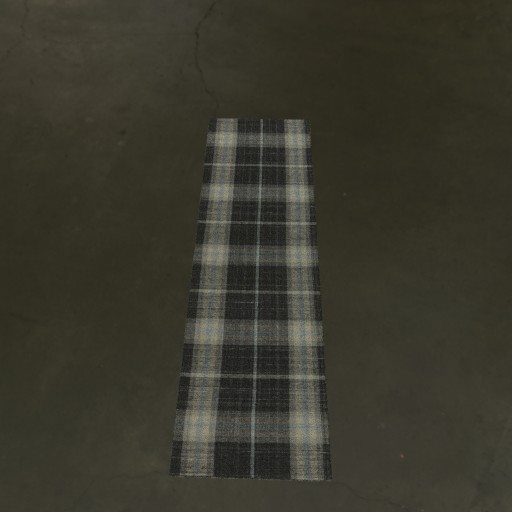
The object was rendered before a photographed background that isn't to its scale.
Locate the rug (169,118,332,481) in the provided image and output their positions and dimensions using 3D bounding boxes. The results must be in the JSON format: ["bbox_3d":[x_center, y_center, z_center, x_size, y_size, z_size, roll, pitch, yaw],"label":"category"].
[{"bbox_3d":[0.000,0.000,2.691,0.760,0.012,2.434,1,58,1],"label":"rug"}]
